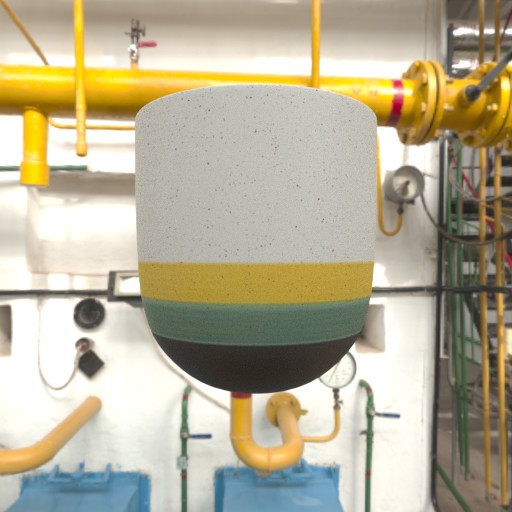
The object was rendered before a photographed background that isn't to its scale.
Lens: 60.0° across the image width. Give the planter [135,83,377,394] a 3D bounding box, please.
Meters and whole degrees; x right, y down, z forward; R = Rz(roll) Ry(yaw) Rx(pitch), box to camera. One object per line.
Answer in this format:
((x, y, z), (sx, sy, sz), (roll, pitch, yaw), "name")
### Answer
((0.000, 0.000, 0.370), (0.195, 0.214, 0.195), (0, 0, 0), "planter")
